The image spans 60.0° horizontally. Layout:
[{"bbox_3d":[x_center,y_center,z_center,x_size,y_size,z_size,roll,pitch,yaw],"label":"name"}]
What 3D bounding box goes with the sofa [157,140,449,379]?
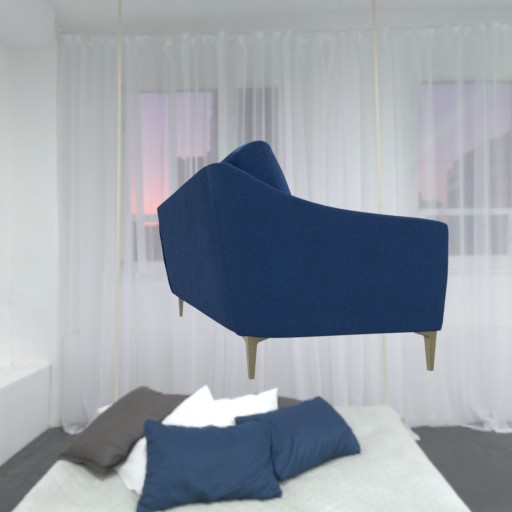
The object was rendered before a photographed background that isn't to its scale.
[{"bbox_3d":[0.000,0.000,2.550,0.960,0.903,2.036,0,1,-18],"label":"sofa"}]
